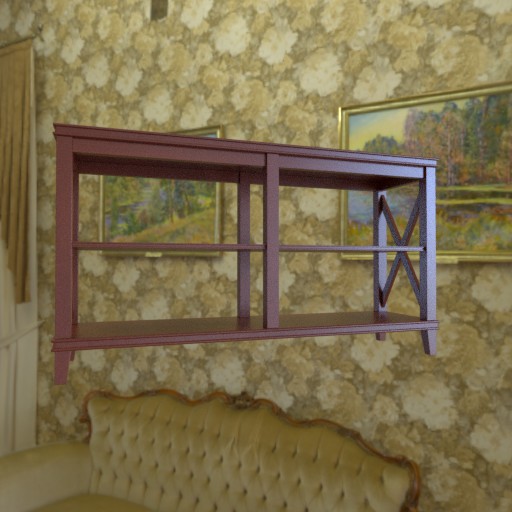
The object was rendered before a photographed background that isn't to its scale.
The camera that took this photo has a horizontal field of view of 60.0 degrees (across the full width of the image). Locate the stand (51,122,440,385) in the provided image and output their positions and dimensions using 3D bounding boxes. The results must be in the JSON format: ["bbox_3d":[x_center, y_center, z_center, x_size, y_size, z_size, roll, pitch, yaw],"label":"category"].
[{"bbox_3d":[0.000,0.000,1.676,1.372,0.762,0.381,0,-1,-19],"label":"stand"}]
